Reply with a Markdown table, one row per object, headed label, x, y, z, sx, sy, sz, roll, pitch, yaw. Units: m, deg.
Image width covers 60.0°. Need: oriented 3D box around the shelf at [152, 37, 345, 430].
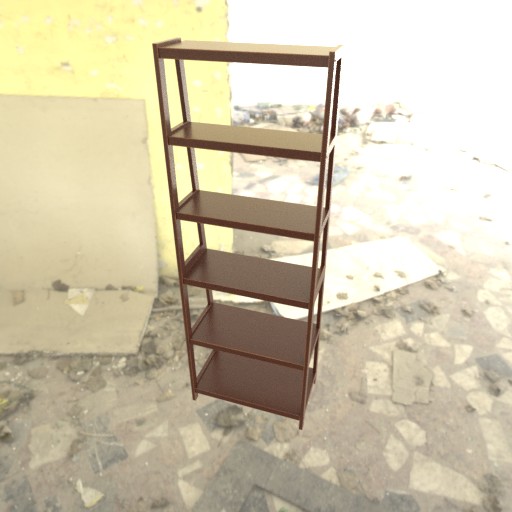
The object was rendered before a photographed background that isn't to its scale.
| label | x | y | z | sx | sy | sz | roll | pitch | yaw |
| --- | --- | --- | --- | --- | --- | --- | --- | --- | --- |
| shelf | 0.000 | 0.000 | 2.152 | 0.660 | 1.892 | 0.381 | 10 | 34 | 15 |
